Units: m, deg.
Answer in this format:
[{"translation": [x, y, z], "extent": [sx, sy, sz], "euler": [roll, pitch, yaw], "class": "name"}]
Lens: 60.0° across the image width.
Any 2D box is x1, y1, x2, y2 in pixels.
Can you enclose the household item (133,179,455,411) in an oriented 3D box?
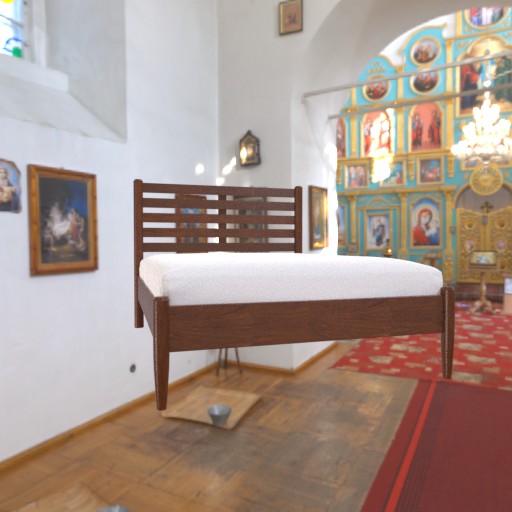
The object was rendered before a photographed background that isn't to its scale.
[{"translation": [0.000, 0.000, 3.274], "extent": [1.663, 1.356, 2.232], "euler": [0, 2, -17], "class": "household item"}]
